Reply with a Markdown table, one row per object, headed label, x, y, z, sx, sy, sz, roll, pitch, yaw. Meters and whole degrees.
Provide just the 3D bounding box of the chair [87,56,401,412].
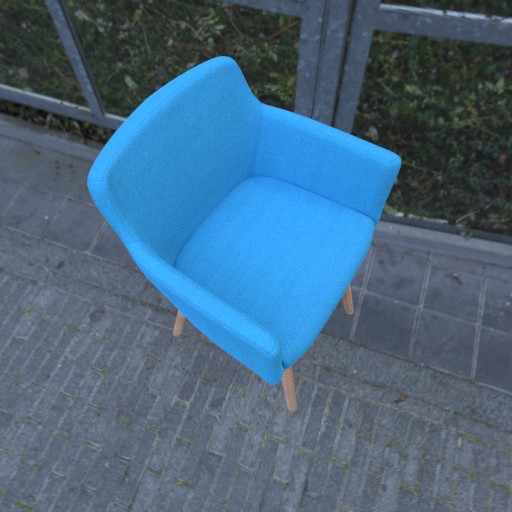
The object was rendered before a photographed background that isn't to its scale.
| label | x | y | z | sx | sy | sz | roll | pitch | yaw |
| --- | --- | --- | --- | --- | --- | --- | --- | --- | --- |
| chair | 0.000 | 0.000 | 1.160 | 0.540 | 0.780 | 0.570 | 29 | 63 | 16 |
